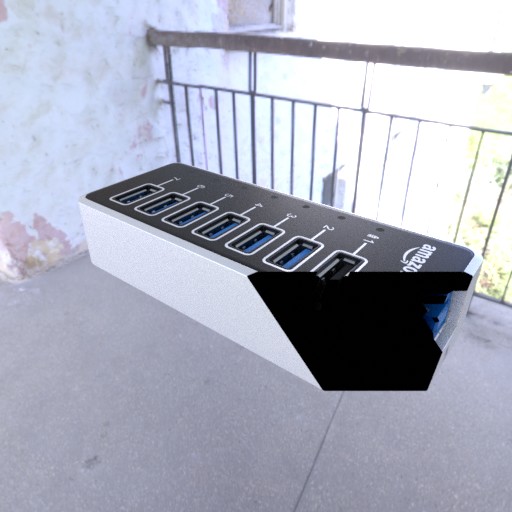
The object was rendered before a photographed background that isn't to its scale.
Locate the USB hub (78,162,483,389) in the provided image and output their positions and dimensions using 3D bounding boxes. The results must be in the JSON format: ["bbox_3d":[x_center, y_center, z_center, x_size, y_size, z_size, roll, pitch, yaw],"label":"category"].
[{"bbox_3d":[0.000,0.000,0.128,0.110,0.023,0.044,22,37,32],"label":"USB hub"}]
